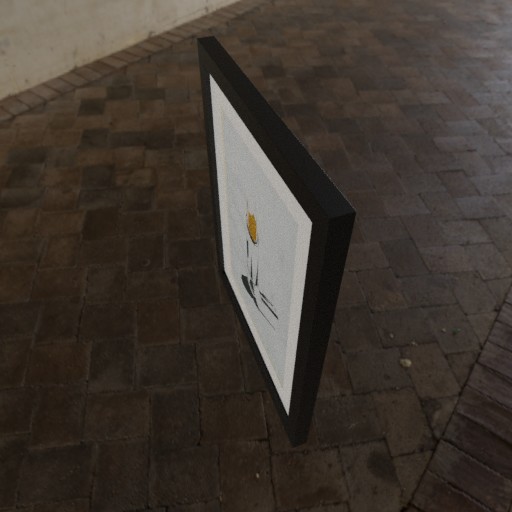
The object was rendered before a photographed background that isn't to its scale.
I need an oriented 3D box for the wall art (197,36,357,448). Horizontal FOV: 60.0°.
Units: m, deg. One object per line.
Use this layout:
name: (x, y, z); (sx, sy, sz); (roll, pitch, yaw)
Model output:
wall art: (0.000, 0.000, 0.758); (0.029, 0.559, 0.457); (-15, 48, -14)
